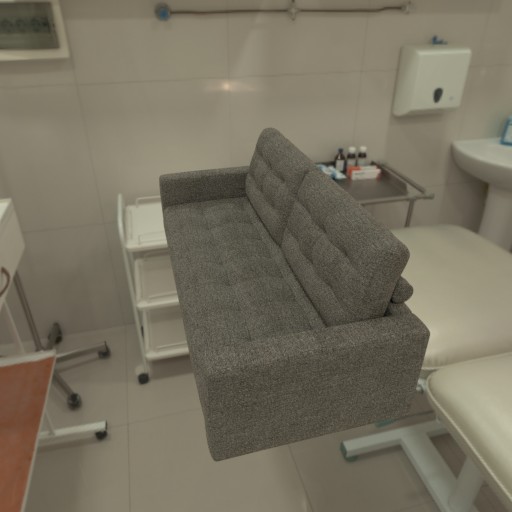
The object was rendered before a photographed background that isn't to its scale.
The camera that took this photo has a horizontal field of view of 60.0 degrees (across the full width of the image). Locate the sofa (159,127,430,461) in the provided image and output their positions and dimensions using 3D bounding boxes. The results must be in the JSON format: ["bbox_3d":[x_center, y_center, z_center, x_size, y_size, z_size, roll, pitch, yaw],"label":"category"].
[{"bbox_3d":[0.000,0.000,2.329,0.863,0.902,1.821,-8,32,-13],"label":"sofa"}]
